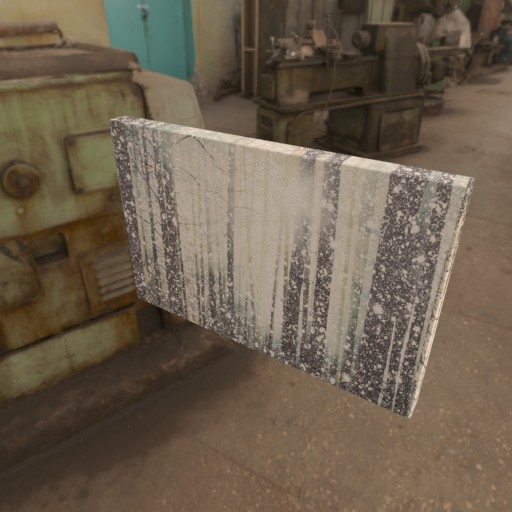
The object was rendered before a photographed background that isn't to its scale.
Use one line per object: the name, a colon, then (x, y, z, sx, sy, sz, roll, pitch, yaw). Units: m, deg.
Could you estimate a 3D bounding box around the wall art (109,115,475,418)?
wall art: (0.000, 0.000, 0.777, 0.618, 0.398, 0.042, 18, 35, 28)
